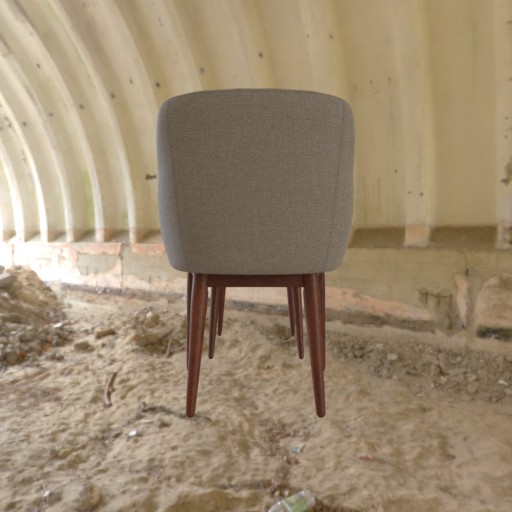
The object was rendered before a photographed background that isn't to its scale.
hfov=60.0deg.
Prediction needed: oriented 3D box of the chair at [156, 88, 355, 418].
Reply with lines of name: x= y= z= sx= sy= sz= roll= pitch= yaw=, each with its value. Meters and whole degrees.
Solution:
chair: x=0.000 y=0.000 z=1.550 sx=0.584 sy=0.799 sz=1.107 roll=0 pitch=2 yaw=0
